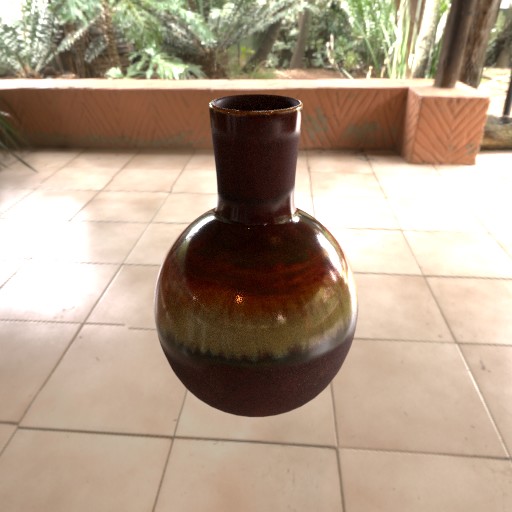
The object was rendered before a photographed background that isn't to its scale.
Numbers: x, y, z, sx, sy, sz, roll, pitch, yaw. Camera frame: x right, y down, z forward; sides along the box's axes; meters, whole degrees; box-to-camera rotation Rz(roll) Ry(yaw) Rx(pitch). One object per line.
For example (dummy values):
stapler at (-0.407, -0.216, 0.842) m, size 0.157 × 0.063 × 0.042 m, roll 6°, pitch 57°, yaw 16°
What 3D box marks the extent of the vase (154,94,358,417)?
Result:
vase at (0.000, 0.000, 0.231) m, size 0.111 × 0.154 × 0.111 m, roll 0°, pitch 30°, yaw 0°
